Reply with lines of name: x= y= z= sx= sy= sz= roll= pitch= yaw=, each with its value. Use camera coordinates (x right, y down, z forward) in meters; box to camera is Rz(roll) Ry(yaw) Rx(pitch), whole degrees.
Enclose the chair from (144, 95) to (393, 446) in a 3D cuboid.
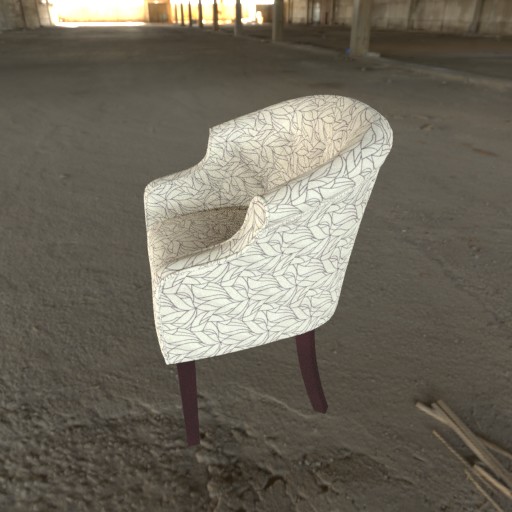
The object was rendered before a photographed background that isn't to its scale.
chair: x=0.000 y=0.000 z=1.301 sx=0.613 sy=0.858 sz=0.686 roll=-7 pitch=30 yaw=-13
